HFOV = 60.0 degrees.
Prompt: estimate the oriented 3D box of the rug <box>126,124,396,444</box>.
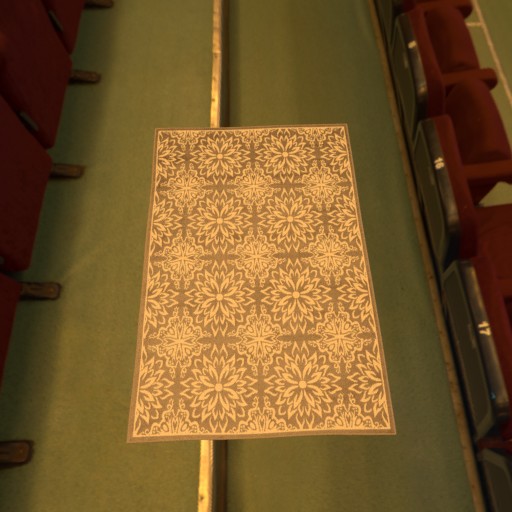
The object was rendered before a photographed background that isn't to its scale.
[{"bbox_3d":[0.000,0.000,2.411,1.224,0.012,1.847,-2,64,-1],"label":"rug"}]
